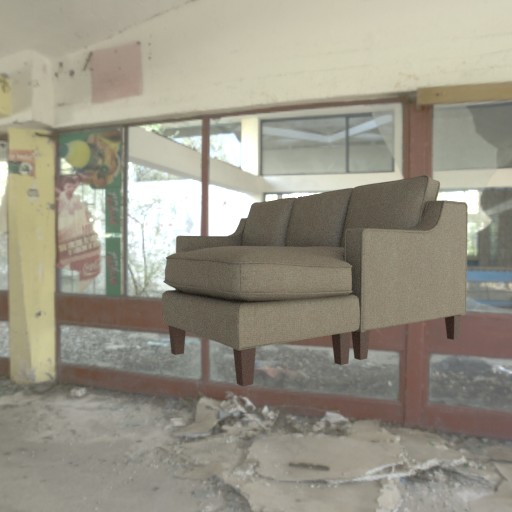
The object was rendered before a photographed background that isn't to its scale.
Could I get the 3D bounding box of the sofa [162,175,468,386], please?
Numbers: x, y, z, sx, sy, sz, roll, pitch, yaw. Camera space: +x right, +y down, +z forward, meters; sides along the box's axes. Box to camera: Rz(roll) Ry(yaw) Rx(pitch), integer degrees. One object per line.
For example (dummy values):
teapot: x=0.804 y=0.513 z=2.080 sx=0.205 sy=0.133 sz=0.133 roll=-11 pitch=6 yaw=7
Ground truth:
sofa: x=0.000 y=0.000 z=3.310 sx=1.858 sy=1.081 sz=2.317 roll=-1 pitch=2 yaw=-35
